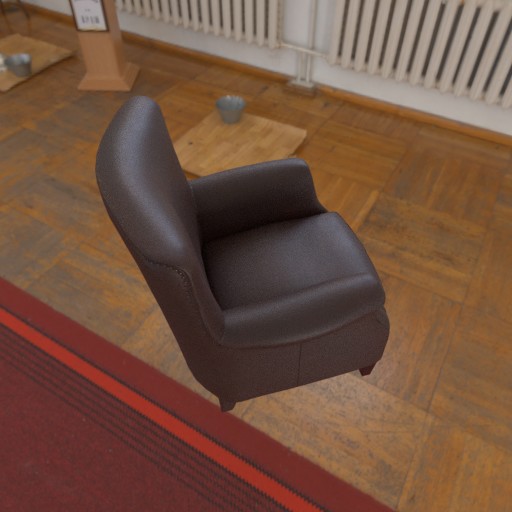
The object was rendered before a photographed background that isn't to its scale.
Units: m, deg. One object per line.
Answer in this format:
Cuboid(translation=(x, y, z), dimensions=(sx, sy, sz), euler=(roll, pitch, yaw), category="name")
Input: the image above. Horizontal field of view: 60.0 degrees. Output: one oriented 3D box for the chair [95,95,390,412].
Cuboid(translation=(0.000, 0.000, 1.332), dimensions=(0.746, 0.800, 0.700), euler=(-11, 47, -10), category="chair")
